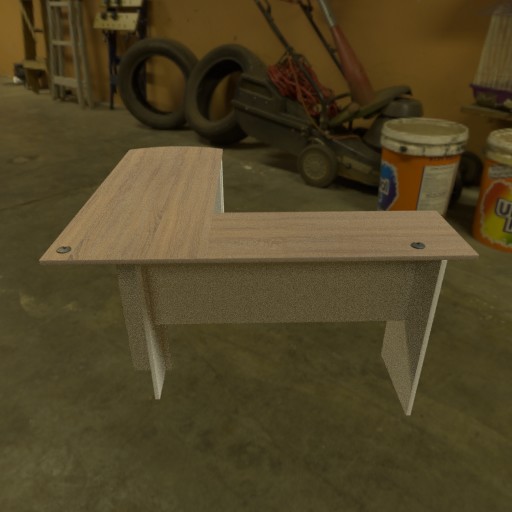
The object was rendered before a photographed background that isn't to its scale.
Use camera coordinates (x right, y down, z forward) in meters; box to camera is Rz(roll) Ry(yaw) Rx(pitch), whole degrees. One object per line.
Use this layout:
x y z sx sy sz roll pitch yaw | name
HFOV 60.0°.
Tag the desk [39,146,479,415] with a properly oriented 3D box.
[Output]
0.000 0.000 2.111 1.361 0.716 1.303 -1 29 -1 | desk
